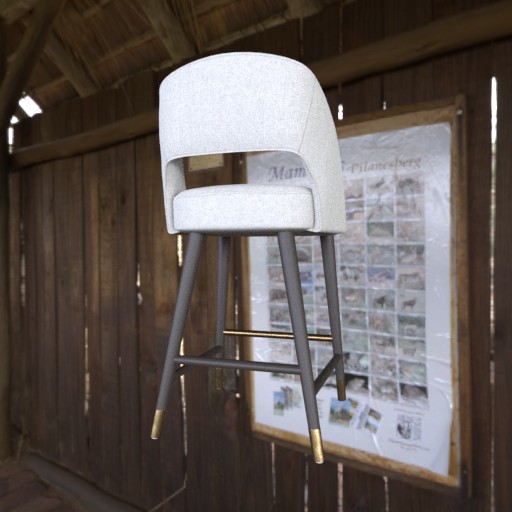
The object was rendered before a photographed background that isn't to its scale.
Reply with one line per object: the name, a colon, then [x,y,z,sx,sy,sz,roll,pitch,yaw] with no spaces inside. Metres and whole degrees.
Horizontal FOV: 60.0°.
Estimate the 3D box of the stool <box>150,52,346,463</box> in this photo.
stool: [0.000,0.000,1.261,0.494,0.940,0.509,0,1,18]
